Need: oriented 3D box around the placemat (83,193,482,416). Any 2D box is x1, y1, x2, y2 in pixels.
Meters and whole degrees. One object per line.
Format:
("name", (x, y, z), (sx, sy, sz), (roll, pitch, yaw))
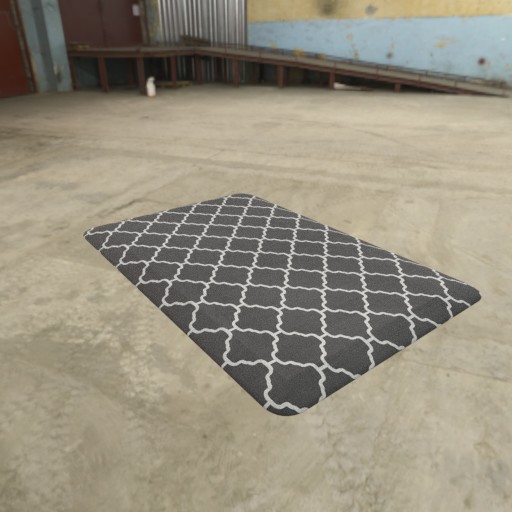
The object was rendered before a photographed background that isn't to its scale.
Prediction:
("placemat", (0.000, 0.000, 0.950), (0.508, 0.021, 0.762), (-19, 32, -33))
